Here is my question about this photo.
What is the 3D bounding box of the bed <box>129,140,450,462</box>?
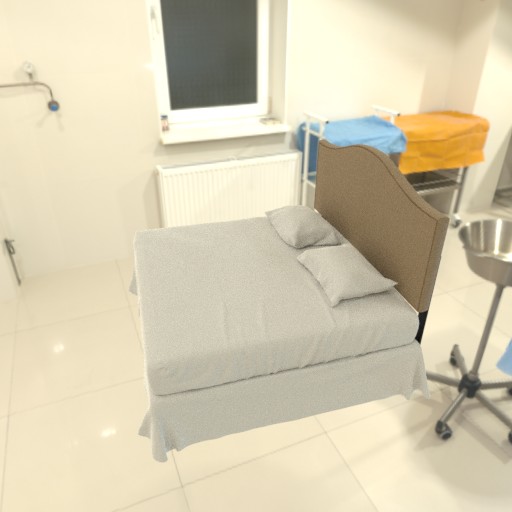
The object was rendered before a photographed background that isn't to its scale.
[{"bbox_3d":[0.000,0.000,3.712,2.222,1.651,2.311,-8,31,-14],"label":"bed"}]
